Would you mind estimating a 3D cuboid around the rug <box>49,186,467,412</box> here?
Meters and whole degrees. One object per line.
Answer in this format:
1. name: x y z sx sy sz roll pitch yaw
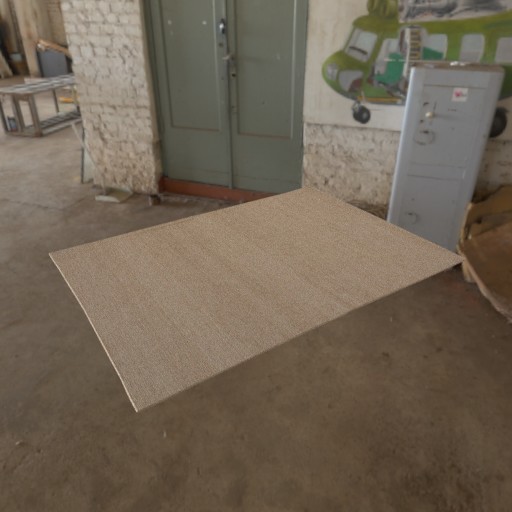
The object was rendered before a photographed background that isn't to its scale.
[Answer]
1. rug: 0.000 0.000 3.712 2.869 0.038 2.032 -18 34 -29
